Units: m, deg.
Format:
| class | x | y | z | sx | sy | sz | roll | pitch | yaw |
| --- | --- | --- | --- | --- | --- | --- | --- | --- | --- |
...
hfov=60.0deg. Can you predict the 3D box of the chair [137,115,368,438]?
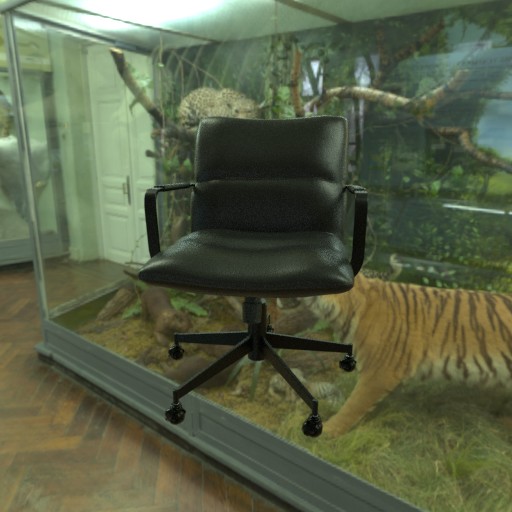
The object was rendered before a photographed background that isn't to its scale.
| class | x | y | z | sx | sy | sz | roll | pitch | yaw |
| --- | --- | --- | --- | --- | --- | --- | --- | --- | --- |
| chair | 0.000 | 0.000 | 1.473 | 0.719 | 0.922 | 0.748 | 2 | 15 | 8 |
